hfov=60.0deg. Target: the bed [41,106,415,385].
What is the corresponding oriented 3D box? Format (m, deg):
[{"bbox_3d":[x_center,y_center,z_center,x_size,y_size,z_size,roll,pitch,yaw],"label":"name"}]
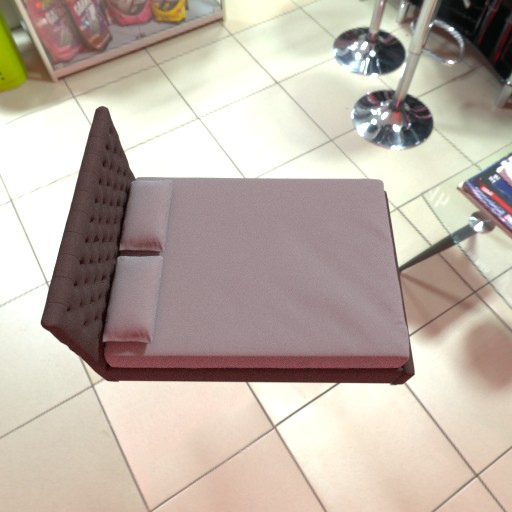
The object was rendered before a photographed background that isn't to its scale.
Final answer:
[{"bbox_3d":[0.000,0.000,3.422,2.387,1.427,1.698,1,61,0],"label":"bed"}]
